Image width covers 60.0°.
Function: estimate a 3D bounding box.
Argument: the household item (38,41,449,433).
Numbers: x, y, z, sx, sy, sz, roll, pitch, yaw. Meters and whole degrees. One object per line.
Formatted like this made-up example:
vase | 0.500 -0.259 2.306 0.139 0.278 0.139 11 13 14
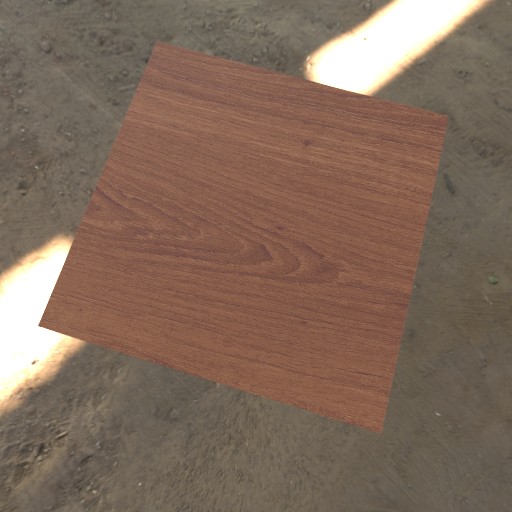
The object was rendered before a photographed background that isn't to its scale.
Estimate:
household item | 0.000 0.000 0.732 0.400 0.400 0.400 16 76 4
